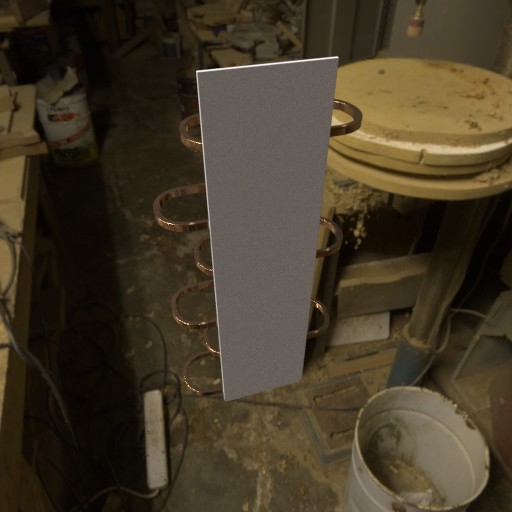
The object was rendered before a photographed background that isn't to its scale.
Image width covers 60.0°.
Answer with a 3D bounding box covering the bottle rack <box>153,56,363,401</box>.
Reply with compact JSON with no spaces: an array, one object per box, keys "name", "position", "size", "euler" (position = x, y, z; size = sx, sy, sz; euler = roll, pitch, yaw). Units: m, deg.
[{"name":"bottle rack","position":[0.000,0.000,0.811],"size":[0.332,0.709,0.118],"euler":[-12,42,-13]}]
